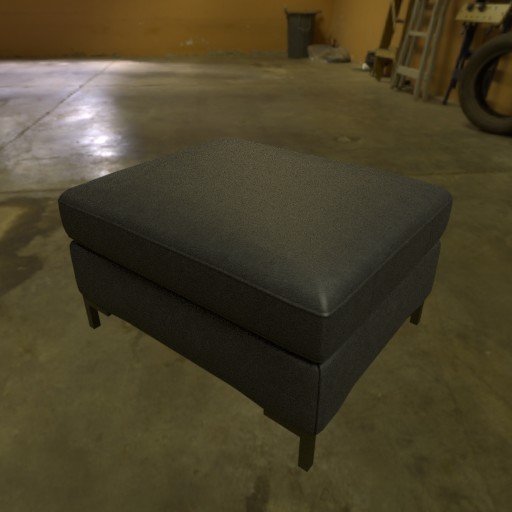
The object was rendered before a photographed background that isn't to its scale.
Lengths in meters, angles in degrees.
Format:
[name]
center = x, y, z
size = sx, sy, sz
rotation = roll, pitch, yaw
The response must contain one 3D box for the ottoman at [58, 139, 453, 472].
[ottoman]
center = 0.000, 0.000, 1.799
size = 1.187, 0.696, 0.967
rotation = 21, 36, 32
